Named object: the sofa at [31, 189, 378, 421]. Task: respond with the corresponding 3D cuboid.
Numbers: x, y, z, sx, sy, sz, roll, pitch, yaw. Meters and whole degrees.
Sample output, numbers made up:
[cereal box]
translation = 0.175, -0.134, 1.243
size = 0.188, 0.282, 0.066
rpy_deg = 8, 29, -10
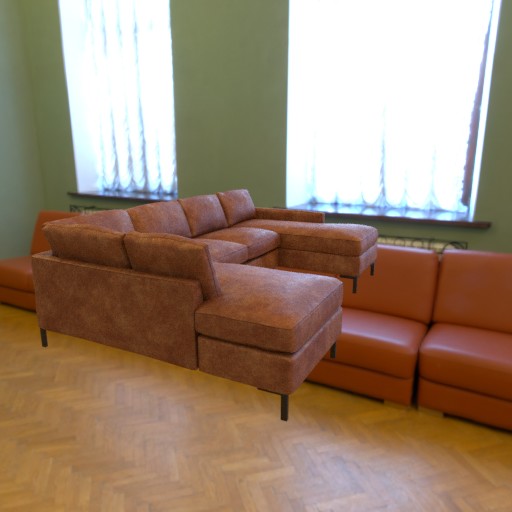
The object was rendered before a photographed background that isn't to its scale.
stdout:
[sofa]
translation = 0.000, 0.000, 3.822
size = 1.939, 0.900, 2.956
rpy_deg = 7, 15, 27
